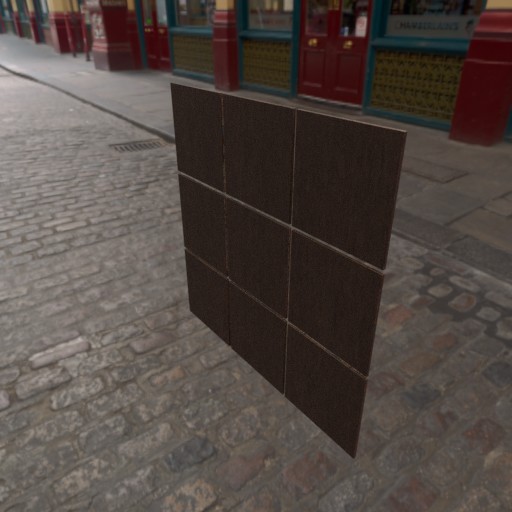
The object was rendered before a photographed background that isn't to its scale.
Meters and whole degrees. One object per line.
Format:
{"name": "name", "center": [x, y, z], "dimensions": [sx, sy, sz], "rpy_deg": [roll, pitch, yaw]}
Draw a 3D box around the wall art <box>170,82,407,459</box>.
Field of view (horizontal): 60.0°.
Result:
{"name": "wall art", "center": [0.000, 0.000, 2.271], "dimensions": [0.014, 1.525, 1.527], "rpy_deg": [-20, 34, -33]}
